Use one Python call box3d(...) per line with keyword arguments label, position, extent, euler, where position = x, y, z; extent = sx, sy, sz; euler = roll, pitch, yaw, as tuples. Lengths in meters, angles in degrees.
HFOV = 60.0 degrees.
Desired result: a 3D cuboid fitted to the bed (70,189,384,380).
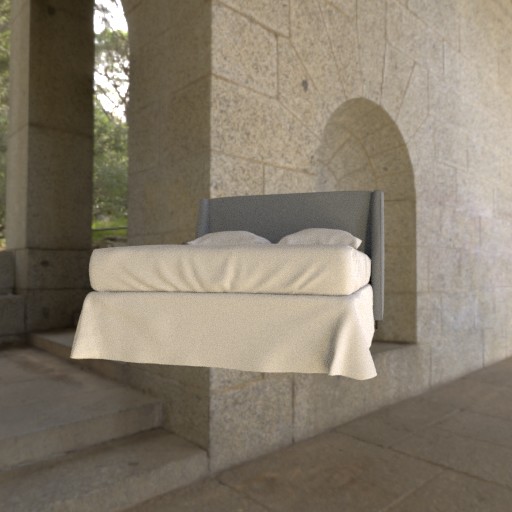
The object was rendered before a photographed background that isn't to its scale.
box3d(label="bed", position=(0.000, 0.000, 3.530), extent=(1.925, 1.332, 2.276), euler=(0, -2, 17))
